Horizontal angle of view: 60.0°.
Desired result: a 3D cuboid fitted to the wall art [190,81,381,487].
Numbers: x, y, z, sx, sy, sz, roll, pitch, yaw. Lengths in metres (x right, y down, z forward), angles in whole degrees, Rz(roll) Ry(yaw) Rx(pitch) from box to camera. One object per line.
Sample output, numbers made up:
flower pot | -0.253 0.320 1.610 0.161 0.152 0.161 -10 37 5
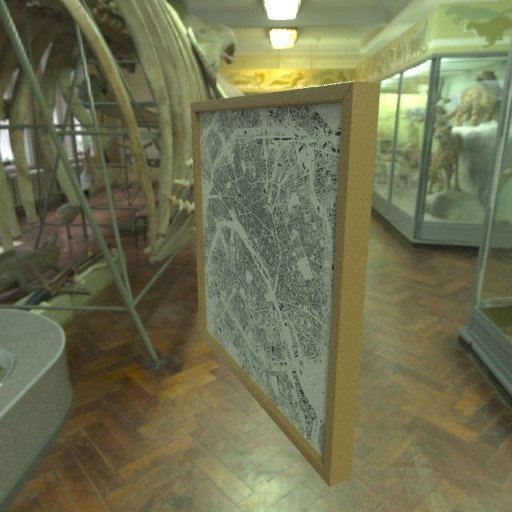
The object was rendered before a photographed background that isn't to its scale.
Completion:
wall art | 0.000 0.000 0.747 0.036 0.509 0.509 -8 18 -26
